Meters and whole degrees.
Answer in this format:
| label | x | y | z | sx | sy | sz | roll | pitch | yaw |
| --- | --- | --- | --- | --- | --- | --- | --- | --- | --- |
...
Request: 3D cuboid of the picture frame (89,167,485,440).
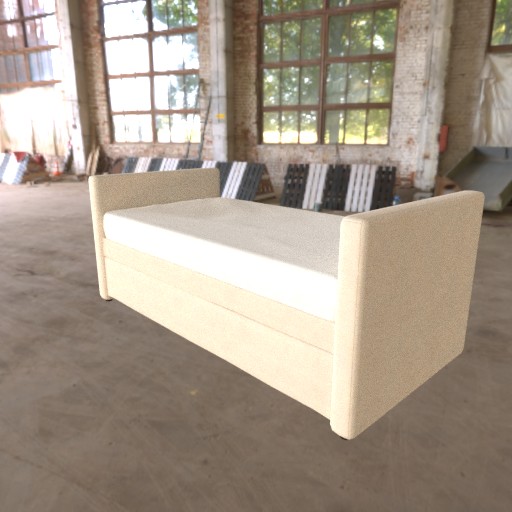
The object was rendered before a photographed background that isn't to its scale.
| label | x | y | z | sx | sy | sz | roll | pitch | yaw |
| --- | --- | --- | --- | --- | --- | --- | --- | --- | --- |
| picture frame | 0.000 | 0.000 | 2.691 | 1.069 | 0.891 | 2.161 | -14 | 21 | -42 |
